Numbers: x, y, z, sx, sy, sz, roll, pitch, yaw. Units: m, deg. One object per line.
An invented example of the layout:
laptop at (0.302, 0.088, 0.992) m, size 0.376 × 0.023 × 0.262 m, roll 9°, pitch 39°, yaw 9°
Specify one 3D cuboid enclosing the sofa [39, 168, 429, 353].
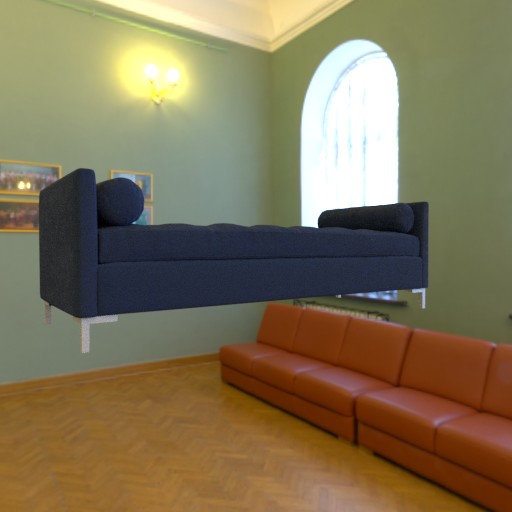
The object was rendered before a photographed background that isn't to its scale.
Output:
sofa at (0.000, 0.000, 2.464) m, size 2.102 × 0.657 × 0.797 m, roll -1°, pitch 1°, yaw -35°
